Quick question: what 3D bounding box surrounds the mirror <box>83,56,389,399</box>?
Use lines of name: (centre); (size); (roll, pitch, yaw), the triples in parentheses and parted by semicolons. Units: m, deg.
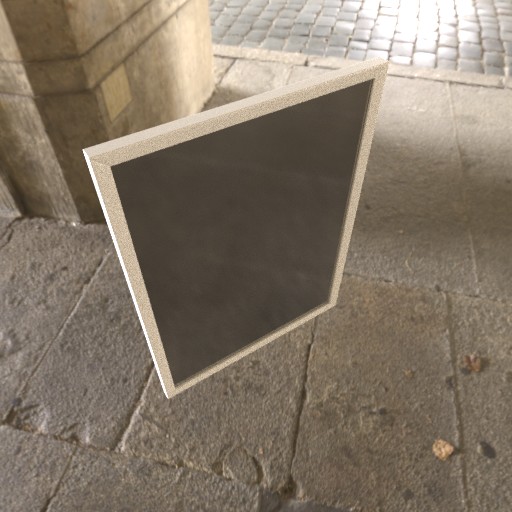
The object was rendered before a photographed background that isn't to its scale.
mirror: (0.000, 0.000, 1.346); (0.762, 1.016, 0.040); (-25, 52, -21)
